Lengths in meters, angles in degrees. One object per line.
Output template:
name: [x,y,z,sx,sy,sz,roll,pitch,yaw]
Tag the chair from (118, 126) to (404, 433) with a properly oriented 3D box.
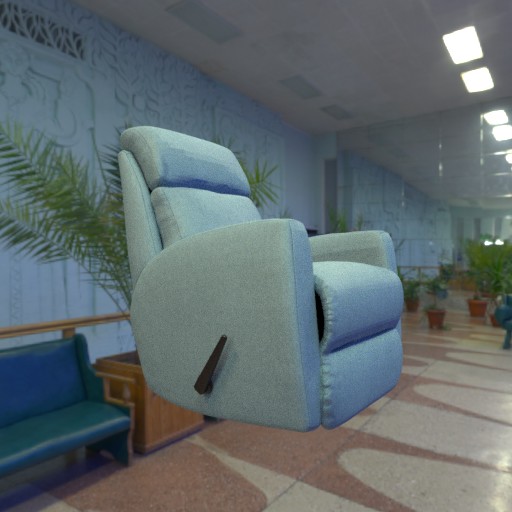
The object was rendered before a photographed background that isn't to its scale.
chair: [0.000,0.000,1.676,0.940,1.013,0.812,0,0,37]
